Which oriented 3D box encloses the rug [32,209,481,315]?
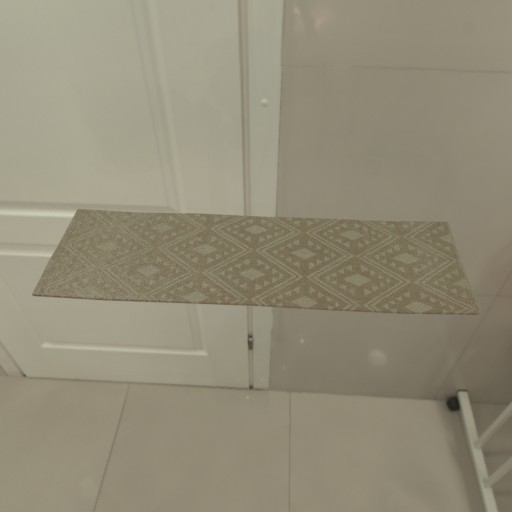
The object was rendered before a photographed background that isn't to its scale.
[{"bbox_3d":[0.000,0.000,2.670,2.452,0.051,0.752,2,46,2],"label":"rug"}]
